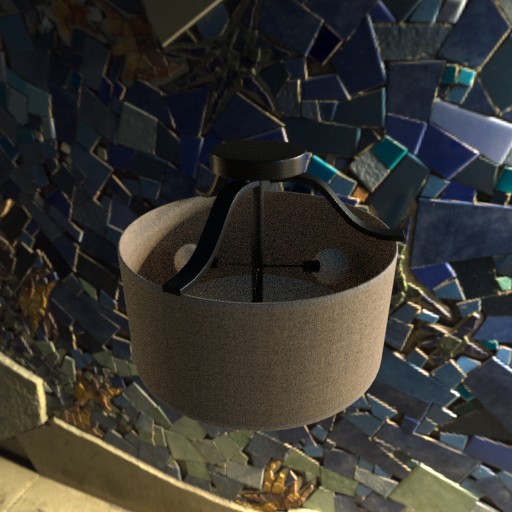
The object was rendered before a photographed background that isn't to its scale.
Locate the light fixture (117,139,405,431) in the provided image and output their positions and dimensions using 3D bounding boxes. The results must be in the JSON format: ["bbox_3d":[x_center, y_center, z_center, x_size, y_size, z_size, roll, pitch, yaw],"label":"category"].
[{"bbox_3d":[0.000,0.000,0.640,0.390,0.306,0.390,0,26,0],"label":"light fixture"}]
